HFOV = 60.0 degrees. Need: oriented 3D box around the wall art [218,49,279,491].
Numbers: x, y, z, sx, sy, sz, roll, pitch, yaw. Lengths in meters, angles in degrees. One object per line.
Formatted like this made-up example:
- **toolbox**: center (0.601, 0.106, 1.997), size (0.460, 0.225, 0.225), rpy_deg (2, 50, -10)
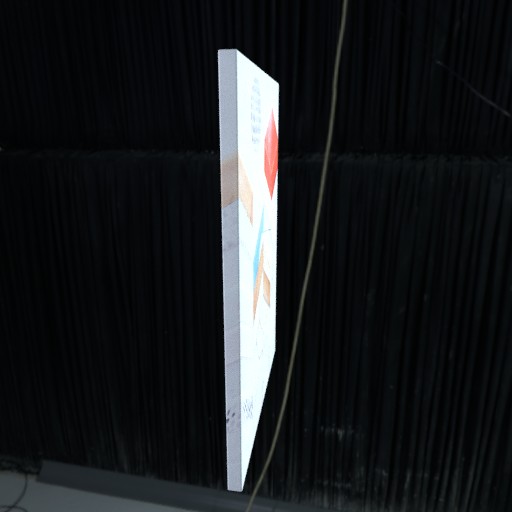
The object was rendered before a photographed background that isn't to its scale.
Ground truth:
- **wall art**: center (0.000, 0.000, 1.097), size (0.036, 0.848, 0.613), rpy_deg (3, 17, 8)
